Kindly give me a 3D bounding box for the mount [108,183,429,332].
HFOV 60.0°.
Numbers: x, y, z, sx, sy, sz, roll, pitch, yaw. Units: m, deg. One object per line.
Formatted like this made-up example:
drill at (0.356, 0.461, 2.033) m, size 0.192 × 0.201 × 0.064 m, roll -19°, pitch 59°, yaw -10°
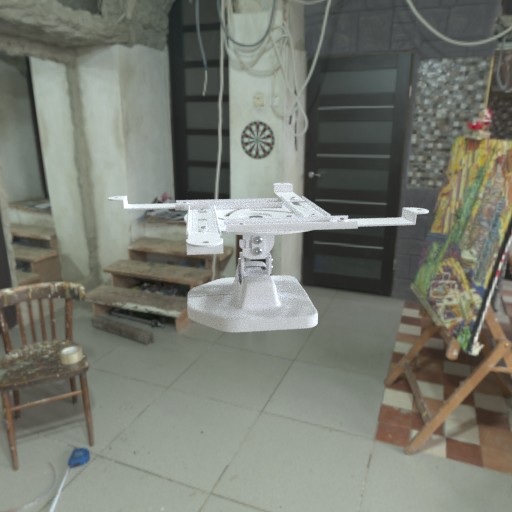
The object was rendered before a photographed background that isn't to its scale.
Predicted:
mount at (0.000, 0.000, 0.590) m, size 0.394 × 0.141 × 0.394 m, roll -2°, pitch 17°, yaw -7°
